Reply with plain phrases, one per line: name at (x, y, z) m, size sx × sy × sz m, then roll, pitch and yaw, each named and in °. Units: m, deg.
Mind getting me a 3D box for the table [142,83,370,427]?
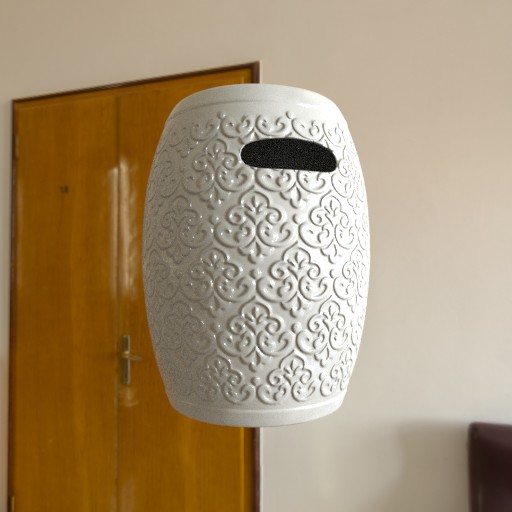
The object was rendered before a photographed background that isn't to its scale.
table at (0.000, 0.000, 0.621) m, size 0.309 × 0.397 × 0.309 m, roll 0°, pitch -1°, yaw 0°
